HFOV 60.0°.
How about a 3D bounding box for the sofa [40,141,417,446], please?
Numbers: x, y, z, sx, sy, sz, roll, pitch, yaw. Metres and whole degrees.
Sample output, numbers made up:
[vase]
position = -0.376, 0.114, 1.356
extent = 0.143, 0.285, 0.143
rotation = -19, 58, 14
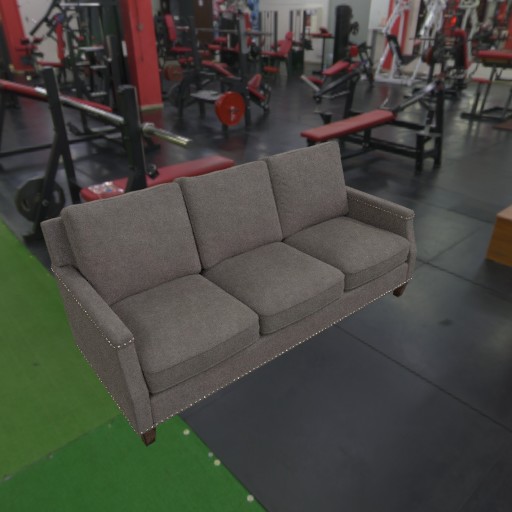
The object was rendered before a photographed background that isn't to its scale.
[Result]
[sofa]
position = 0.000, 0.000, 2.846
extent = 2.226, 1.042, 1.034
rotation = -22, 36, -33
